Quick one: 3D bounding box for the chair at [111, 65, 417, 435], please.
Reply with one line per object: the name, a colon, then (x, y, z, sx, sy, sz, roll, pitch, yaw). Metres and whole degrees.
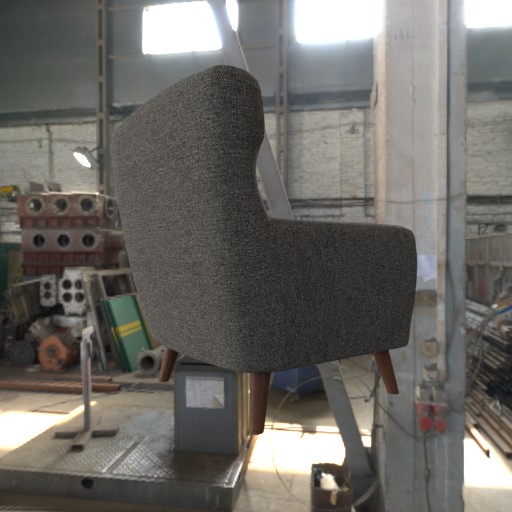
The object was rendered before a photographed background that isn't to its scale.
chair: (0.000, 0.000, 1.732, 0.940, 1.039, 0.889, 0, 0, -36)
